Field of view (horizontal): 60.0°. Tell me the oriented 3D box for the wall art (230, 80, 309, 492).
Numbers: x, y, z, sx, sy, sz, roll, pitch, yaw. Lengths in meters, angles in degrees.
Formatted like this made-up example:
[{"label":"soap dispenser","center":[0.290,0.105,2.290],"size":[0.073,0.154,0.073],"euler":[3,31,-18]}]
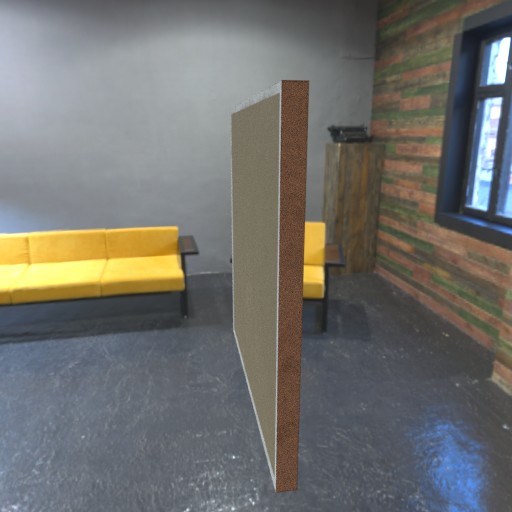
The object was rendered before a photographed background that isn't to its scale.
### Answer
[{"label":"wall art","center":[0.000,0.000,0.759],"size":[0.029,0.506,0.508],"euler":[-2,15,-9]}]
